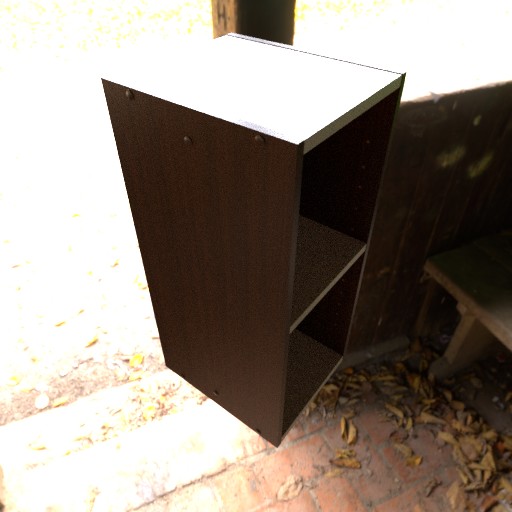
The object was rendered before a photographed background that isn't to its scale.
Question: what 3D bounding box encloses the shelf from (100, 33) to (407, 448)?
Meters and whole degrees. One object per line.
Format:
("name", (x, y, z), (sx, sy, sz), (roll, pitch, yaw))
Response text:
("shelf", (0.000, 0.000, 0.749), (0.290, 0.600, 0.253), (27, 48, 27))
